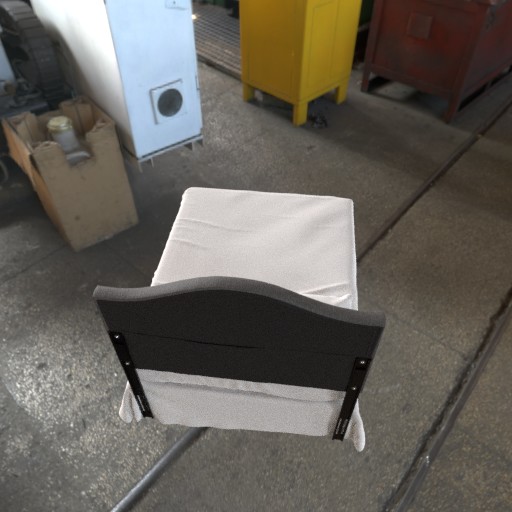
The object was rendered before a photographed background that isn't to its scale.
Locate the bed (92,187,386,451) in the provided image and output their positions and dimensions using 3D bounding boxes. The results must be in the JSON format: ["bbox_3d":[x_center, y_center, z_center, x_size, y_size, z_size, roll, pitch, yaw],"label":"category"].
[{"bbox_3d":[0.000,0.000,3.507,1.876,1.645,2.221,5,46,5],"label":"bed"}]
